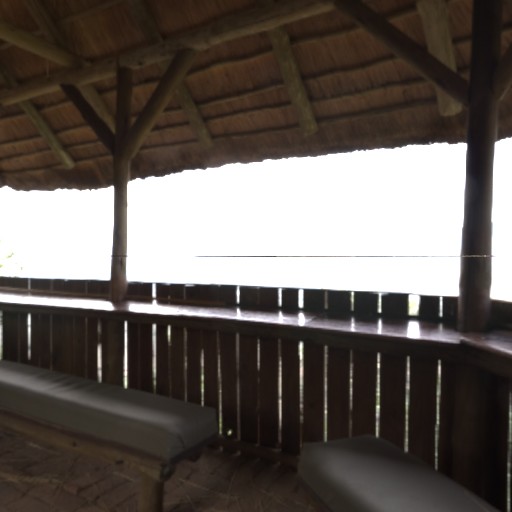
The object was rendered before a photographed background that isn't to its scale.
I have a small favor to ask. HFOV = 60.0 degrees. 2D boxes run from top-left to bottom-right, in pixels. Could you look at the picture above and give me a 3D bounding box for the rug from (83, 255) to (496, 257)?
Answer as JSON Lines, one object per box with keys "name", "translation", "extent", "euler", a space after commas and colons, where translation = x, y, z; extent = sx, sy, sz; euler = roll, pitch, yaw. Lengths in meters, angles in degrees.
{"name": "rug", "translation": [0.000, 0.000, 2.846], "extent": [1.521, 0.006, 2.284], "euler": [0, 0, -36]}
